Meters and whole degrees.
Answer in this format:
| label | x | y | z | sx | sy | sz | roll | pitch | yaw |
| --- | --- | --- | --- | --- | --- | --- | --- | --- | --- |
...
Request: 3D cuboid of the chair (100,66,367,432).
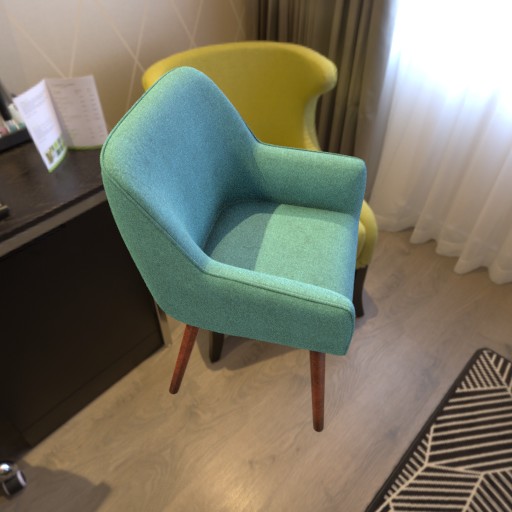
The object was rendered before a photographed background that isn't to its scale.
| label | x | y | z | sx | sy | sz | roll | pitch | yaw |
| --- | --- | --- | --- | --- | --- | --- | --- | --- | --- |
| chair | 0.000 | 0.000 | 1.163 | 0.519 | 0.803 | 0.543 | 9 | 45 | 9 |
